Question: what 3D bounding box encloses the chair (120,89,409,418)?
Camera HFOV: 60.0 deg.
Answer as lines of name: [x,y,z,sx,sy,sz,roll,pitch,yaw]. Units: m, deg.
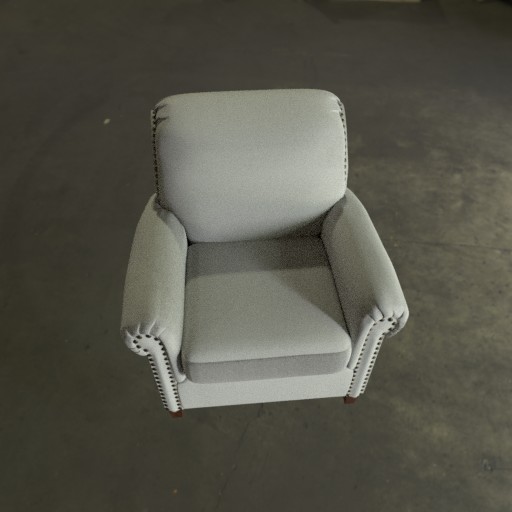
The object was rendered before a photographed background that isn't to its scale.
chair: [0.000,0.000,1.629,0.854,0.927,0.890,-3,46,-3]
